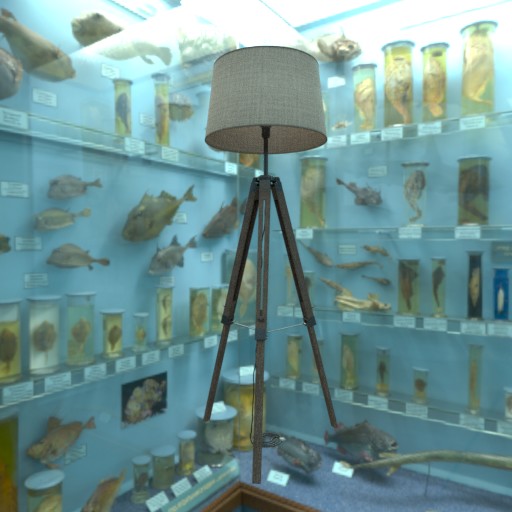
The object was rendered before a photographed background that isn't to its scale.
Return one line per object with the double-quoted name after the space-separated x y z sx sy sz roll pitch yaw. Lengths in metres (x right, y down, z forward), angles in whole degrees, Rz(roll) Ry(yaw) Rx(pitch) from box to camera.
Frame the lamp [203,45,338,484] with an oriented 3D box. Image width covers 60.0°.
0.000 0.000 1.831 0.587 1.510 0.604 1 2 36 "lamp"
